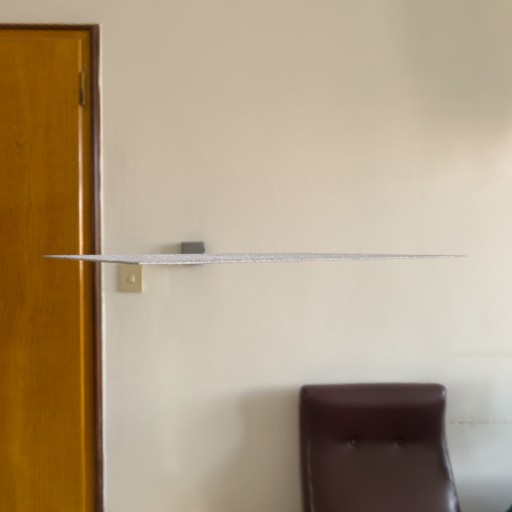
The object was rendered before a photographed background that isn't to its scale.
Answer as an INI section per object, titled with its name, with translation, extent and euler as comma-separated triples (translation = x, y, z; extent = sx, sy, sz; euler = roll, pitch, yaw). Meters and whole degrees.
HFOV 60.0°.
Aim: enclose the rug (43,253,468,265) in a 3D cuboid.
[rug]
translation = 0.000, 0.000, 4.316
extent = 3.359, 0.020, 2.448
euler = -1, 1, -36
